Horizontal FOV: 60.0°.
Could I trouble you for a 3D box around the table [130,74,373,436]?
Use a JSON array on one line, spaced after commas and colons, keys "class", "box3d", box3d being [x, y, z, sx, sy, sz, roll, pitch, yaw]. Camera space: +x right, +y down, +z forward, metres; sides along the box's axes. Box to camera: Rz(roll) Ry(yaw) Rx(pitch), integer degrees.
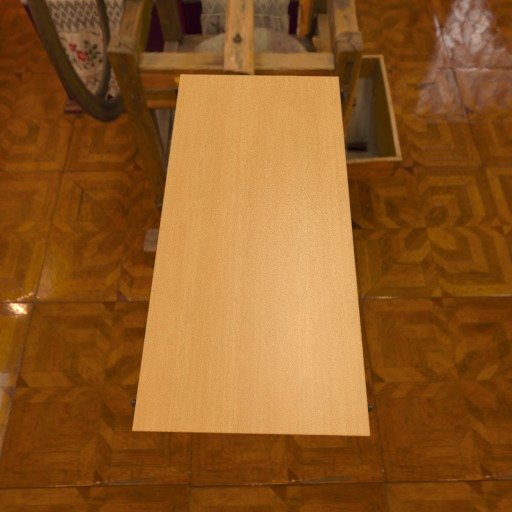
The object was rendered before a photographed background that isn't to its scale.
[{"class": "table", "box3d": [0.000, 0.000, 2.329, 0.900, 0.758, 1.800, 1, 63, 1]}]
